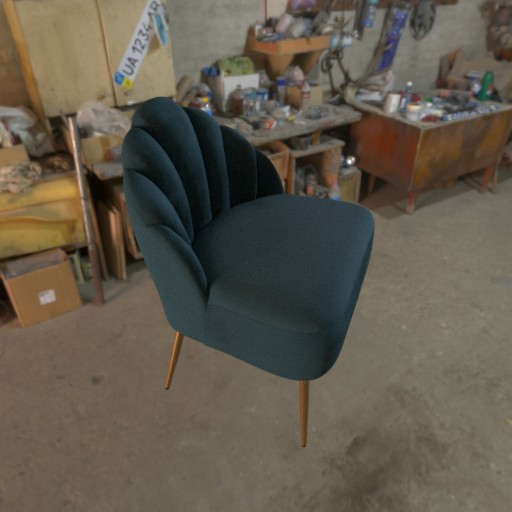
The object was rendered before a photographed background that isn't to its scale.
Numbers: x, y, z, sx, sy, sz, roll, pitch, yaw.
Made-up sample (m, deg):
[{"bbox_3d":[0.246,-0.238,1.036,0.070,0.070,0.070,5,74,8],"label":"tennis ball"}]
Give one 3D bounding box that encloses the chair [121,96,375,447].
[{"bbox_3d":[0.000,0.000,1.259,0.599,0.819,0.657,11,33,18],"label":"chair"}]
